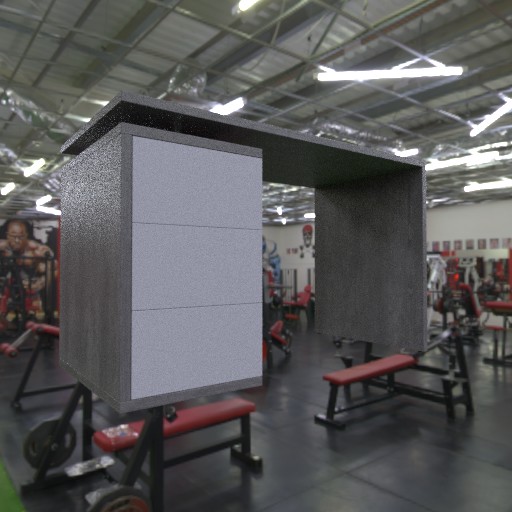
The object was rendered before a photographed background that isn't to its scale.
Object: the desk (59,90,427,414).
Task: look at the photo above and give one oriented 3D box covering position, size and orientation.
[{"bbox_3d":[0.000,0.000,1.607,1.200,0.740,0.600,1,-1,-36],"label":"desk"}]
